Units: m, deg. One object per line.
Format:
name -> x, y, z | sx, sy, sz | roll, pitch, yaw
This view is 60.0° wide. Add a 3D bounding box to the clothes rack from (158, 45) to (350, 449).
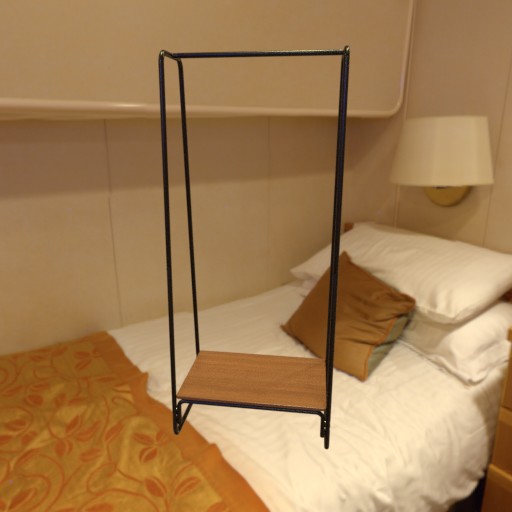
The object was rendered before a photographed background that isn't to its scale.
clothes rack -> 0.000, 0.000, 1.770 | 0.640, 1.500, 0.400 | 2, 17, 8
